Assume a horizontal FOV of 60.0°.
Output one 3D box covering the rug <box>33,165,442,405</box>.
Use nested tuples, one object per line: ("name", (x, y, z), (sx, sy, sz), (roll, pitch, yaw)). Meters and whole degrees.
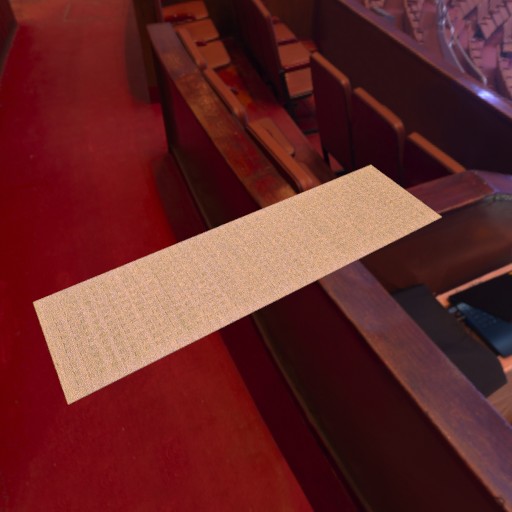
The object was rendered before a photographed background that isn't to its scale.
("rug", (0.000, 0.000, 2.661), (2.437, 0.006, 0.686), (-24, 51, -21))
